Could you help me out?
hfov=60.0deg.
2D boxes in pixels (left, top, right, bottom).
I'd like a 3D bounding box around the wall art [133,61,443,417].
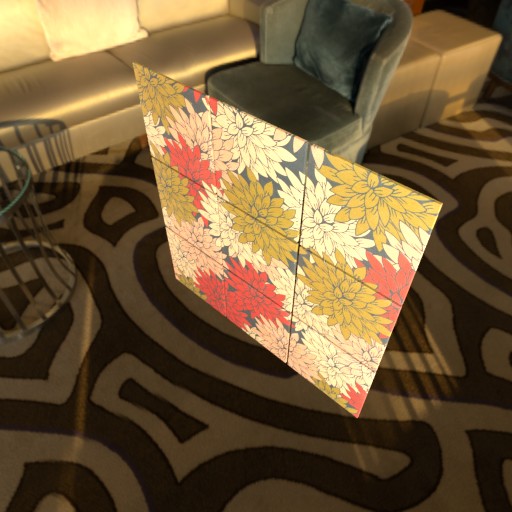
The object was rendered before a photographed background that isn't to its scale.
[{"bbox_3d":[0.000,0.000,2.253,1.519,1.534,0.013,33,55,27],"label":"wall art"}]
